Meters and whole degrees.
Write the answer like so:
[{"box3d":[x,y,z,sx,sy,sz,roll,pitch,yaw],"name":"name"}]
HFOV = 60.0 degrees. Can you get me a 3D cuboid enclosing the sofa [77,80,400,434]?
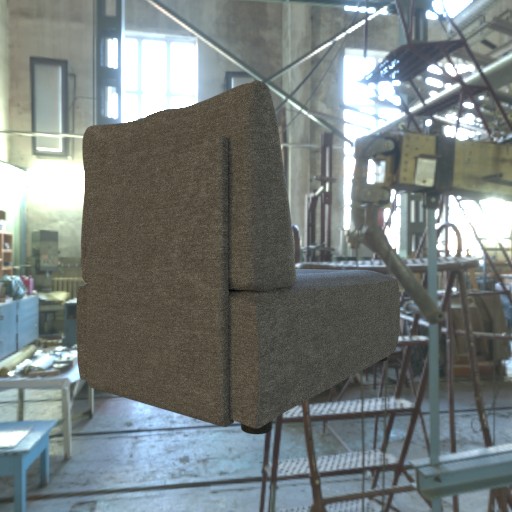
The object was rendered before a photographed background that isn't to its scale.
[{"box3d":[0.000,0.000,1.568,0.700,0.820,1.000,0,0,36],"name":"sofa"}]
